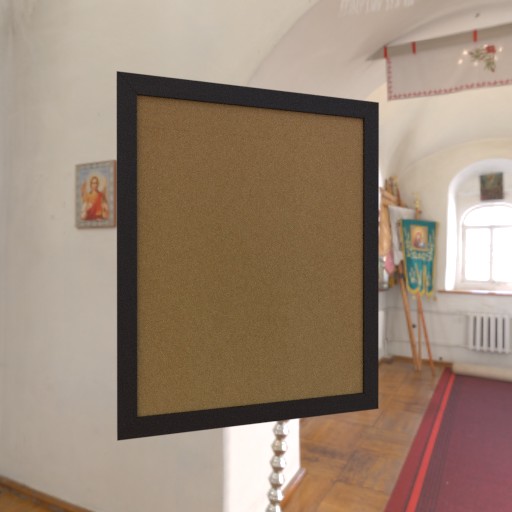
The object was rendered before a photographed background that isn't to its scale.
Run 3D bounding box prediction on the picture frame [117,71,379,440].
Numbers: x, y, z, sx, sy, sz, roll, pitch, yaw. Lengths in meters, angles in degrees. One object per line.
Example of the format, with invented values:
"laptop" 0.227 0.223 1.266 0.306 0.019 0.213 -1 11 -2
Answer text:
"picture frame" 0.000 0.000 0.756 0.452 0.555 0.044 0 0 -18
